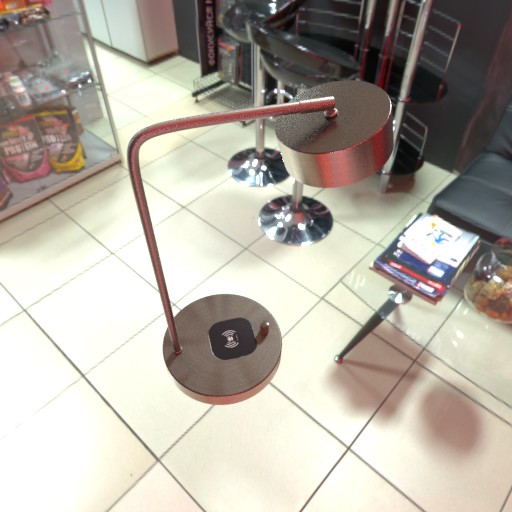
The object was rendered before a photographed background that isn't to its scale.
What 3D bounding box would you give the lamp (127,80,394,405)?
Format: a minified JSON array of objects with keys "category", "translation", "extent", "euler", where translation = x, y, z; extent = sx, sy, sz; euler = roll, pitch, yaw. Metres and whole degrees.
[{"category":"lamp","translation":[0.000,0.000,0.647],"extent":[0.334,0.469,0.211],"euler":[-11,48,-10]}]
